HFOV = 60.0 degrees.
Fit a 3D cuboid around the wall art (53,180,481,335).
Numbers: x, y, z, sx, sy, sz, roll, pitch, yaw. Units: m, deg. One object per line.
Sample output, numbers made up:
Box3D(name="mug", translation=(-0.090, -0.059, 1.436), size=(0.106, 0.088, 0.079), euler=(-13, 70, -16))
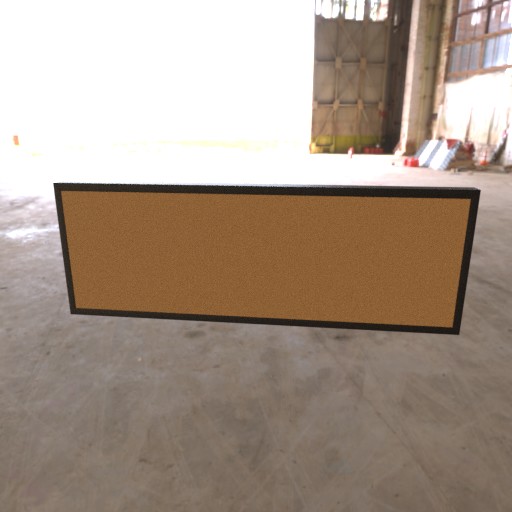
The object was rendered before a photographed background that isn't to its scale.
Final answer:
Box3D(name="wall art", translation=(0.000, 0.000, 0.948), size=(0.860, 0.303, 0.037), euler=(2, 17, 7))
